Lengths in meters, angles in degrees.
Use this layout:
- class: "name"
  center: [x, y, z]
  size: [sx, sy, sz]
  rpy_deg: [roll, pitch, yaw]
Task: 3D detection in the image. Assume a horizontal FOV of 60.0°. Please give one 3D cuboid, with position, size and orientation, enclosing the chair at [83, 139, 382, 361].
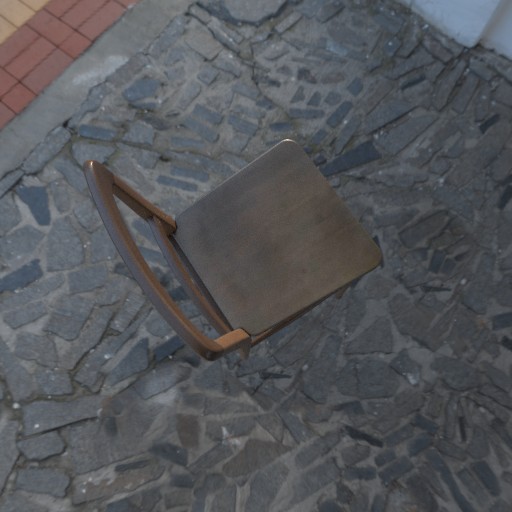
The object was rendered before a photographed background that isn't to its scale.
- class: "chair"
  center: [0.000, 0.000, 1.277]
  size: [0.546, 0.991, 0.450]
  rpy_deg: [-33, 77, -9]
